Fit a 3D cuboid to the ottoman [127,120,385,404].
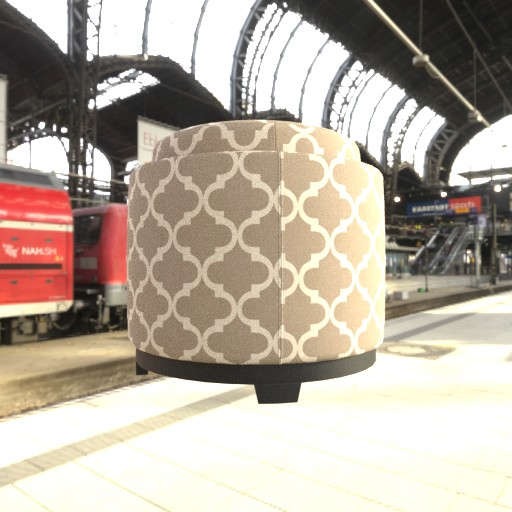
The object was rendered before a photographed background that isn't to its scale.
[{"bbox_3d":[0.000,0.000,0.856,0.480,0.429,0.480,0,-1,0],"label":"ottoman"}]
